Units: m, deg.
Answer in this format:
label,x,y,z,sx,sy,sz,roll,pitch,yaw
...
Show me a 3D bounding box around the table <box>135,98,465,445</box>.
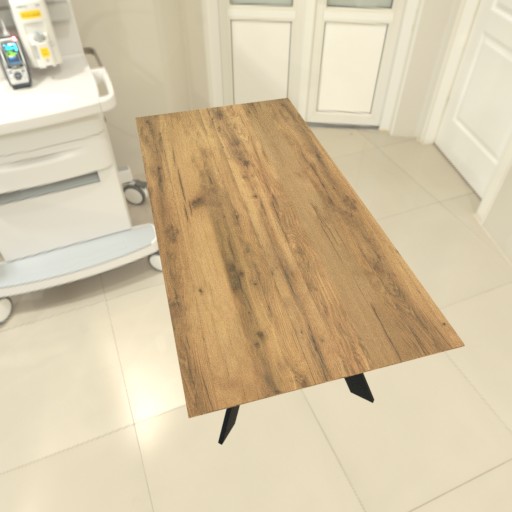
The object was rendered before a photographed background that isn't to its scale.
label,x,y,z,sx,sy,sz,roll,pitch,yaw
table,0.000,0.000,2.446,1.000,0.770,2.000,-11,46,-11
